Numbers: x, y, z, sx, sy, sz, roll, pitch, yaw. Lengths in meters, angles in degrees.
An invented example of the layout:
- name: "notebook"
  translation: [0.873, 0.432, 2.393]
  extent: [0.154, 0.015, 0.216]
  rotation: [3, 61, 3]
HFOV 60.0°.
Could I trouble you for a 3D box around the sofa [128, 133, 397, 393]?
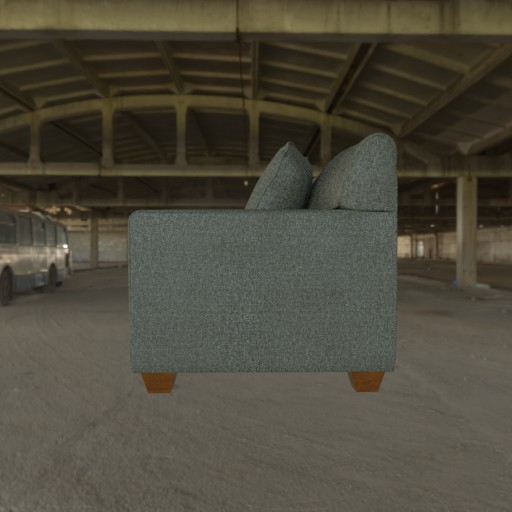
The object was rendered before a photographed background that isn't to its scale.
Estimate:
- name: "sofa"
  translation: [0.000, 0.000, 2.547]
  extent: [0.997, 0.958, 2.024]
  rotation: [0, 1, -1]
